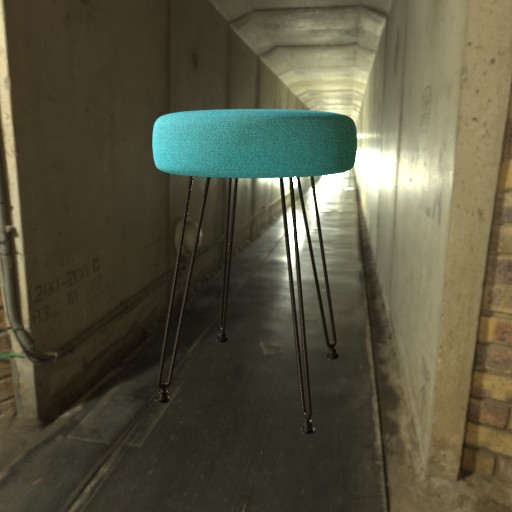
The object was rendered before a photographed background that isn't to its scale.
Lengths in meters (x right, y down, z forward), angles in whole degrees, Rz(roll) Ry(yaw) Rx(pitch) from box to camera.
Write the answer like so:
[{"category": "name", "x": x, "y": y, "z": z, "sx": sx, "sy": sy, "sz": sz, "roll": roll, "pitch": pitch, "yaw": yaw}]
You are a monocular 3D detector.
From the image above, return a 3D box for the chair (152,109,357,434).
[{"category": "chair", "x": 0.000, "y": 0.000, "z": 0.713, "sx": 0.350, "sy": 0.440, "sz": 0.350, "roll": -7, "pitch": 17, "yaw": -25}]
